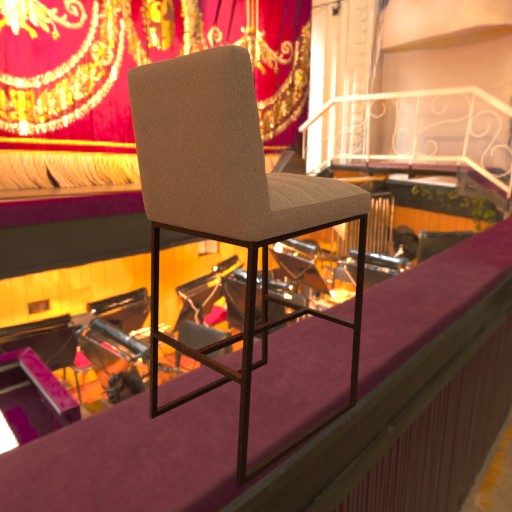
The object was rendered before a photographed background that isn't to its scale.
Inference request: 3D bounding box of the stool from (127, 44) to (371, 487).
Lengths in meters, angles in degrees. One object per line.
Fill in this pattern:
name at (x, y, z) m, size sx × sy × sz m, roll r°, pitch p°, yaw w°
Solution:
stool at (0.000, 0.000, 1.354) m, size 0.573 × 1.061 × 0.464 m, roll -13°, pitch 19°, yaw -43°
